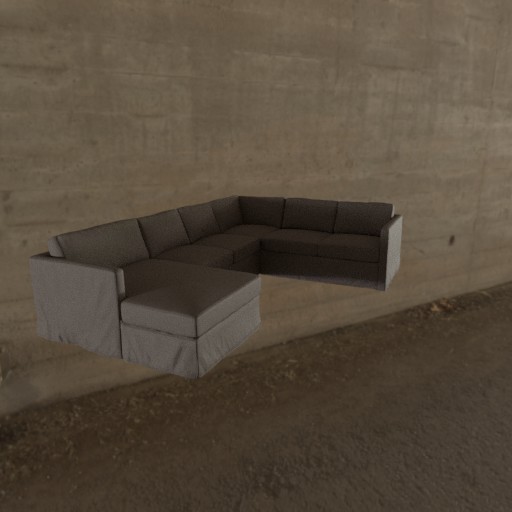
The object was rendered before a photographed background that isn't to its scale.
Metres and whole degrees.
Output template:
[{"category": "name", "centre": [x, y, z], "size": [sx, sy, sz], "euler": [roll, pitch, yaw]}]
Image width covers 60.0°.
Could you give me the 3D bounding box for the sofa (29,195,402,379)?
[{"category": "sofa", "centre": [0.000, 0.000, 4.638], "size": [2.476, 0.878, 3.528], "euler": [7, 16, 25]}]
